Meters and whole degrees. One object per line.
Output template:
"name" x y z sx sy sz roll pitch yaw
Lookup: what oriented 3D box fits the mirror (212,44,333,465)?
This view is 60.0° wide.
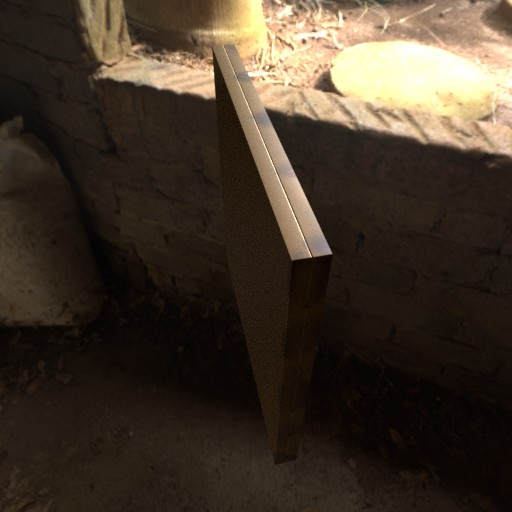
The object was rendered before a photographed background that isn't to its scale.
"mirror" 0.000 0.000 0.753 0.042 0.507 0.509 -9 46 -8
